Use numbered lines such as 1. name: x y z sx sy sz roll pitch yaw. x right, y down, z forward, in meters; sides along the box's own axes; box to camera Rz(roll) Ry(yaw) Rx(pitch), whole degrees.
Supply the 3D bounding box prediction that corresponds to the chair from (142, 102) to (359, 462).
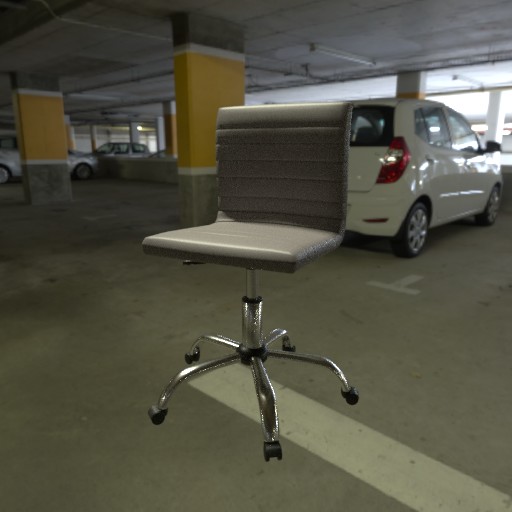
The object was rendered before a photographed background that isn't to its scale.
1. chair: 0.000 0.000 1.158 0.556 0.780 0.530 7 15 26
